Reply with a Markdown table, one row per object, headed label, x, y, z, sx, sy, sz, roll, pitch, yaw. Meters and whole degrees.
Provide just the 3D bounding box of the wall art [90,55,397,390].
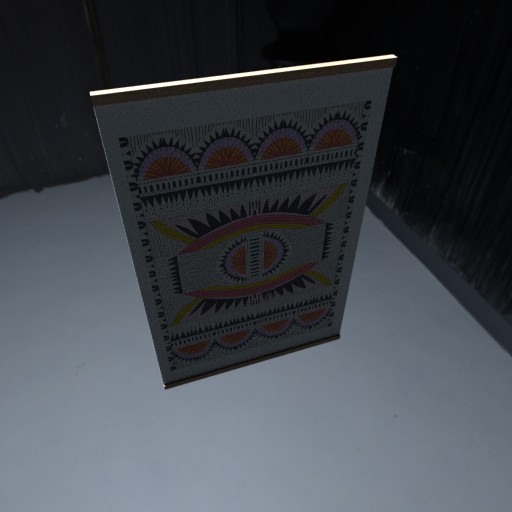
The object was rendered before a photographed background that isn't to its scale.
| label | x | y | z | sx | sy | sz | roll | pitch | yaw |
| --- | --- | --- | --- | --- | --- | --- | --- | --- | --- |
| wall art | 0.000 | 0.000 | 1.896 | 0.999 | 1.533 | 0.028 | -13 | 43 | -14 |
